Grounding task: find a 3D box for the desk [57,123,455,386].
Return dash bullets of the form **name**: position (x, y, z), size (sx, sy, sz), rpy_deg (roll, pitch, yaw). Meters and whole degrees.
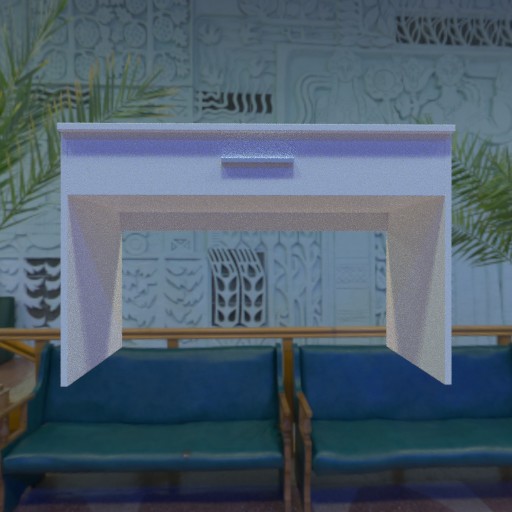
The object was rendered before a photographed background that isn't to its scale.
- **desk**: position (0.000, 0.000, 1.503), size (1.100, 0.730, 0.560), rpy_deg (0, 0, -1)
